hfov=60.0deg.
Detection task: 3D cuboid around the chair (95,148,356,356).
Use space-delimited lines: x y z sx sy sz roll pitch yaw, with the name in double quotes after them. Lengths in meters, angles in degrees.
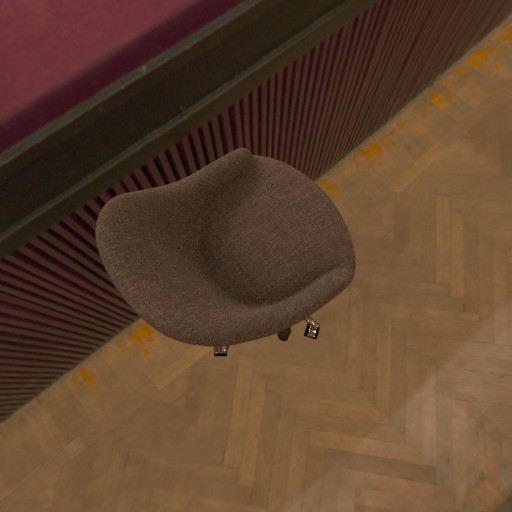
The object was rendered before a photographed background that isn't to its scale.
0.000 0.000 1.442 0.712 0.950 0.671 -36 78 -9 "chair"
